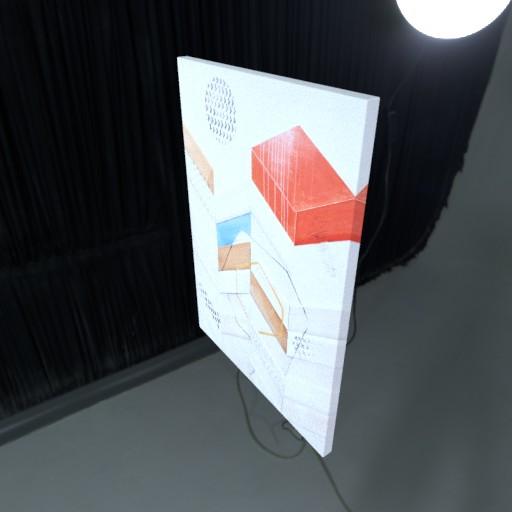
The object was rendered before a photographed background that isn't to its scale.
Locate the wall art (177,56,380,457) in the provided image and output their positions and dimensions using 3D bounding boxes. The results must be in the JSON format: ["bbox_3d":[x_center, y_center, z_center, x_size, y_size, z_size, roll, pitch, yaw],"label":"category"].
[{"bbox_3d":[0.000,0.000,1.095,0.036,0.848,0.613,-20,36,-30],"label":"wall art"}]
